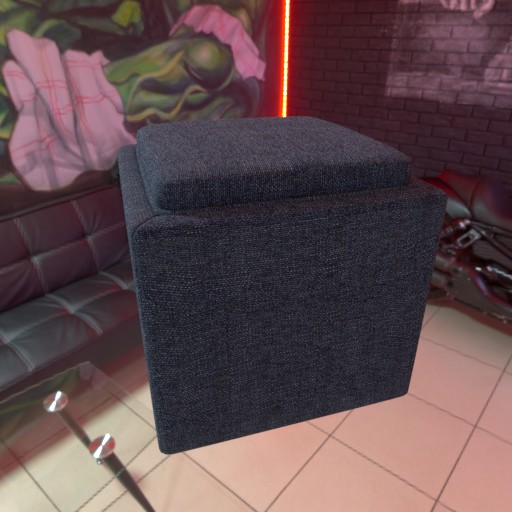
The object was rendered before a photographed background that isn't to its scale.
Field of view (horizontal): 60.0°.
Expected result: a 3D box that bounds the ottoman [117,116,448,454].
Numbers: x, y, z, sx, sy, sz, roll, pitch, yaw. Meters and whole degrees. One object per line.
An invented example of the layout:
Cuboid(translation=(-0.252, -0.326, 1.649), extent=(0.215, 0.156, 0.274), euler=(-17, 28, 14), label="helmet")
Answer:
Cuboid(translation=(0.000, 0.000, 0.837), extent=(0.450, 0.460, 0.450), euler=(-8, 28, -15), label="ottoman")
